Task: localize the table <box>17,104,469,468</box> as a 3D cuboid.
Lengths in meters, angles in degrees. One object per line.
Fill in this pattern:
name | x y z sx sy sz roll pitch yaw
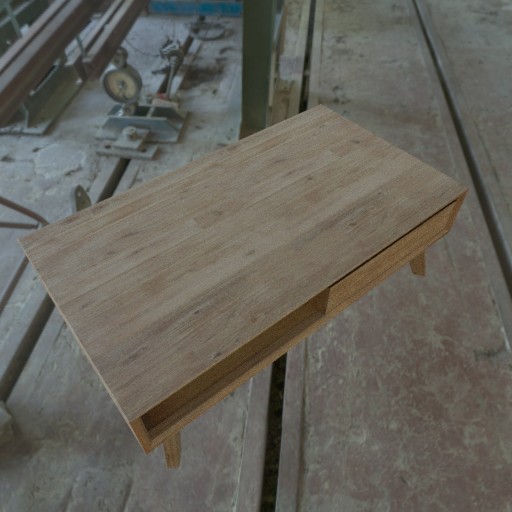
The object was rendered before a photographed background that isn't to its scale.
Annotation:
table | 0.000 0.000 1.994 1.619 0.531 0.918 -31 55 -25
